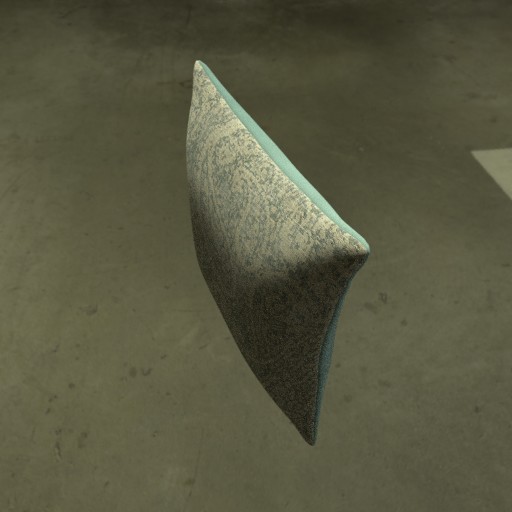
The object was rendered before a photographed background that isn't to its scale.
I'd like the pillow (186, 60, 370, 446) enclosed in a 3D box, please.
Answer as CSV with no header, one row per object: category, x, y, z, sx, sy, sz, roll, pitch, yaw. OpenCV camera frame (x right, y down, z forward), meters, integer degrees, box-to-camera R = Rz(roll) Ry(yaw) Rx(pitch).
pillow,0.000,0.000,0.797,0.166,0.507,0.526,-18,49,-17
